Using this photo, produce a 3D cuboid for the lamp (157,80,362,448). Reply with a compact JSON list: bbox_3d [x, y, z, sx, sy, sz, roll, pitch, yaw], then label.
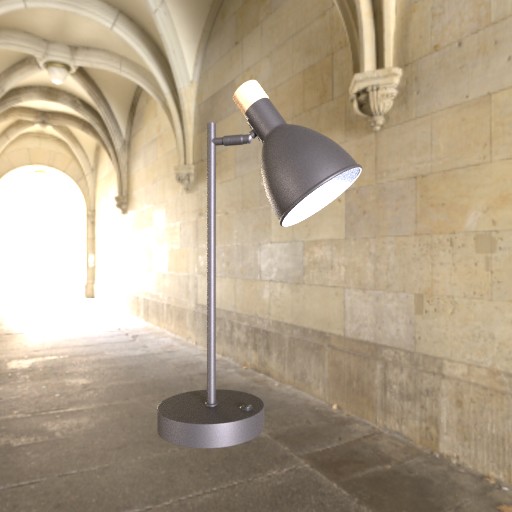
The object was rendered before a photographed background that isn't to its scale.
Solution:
[{"bbox_3d":[0.000,0.000,0.613,0.287,0.483,0.152,0,0,17],"label":"lamp"}]
